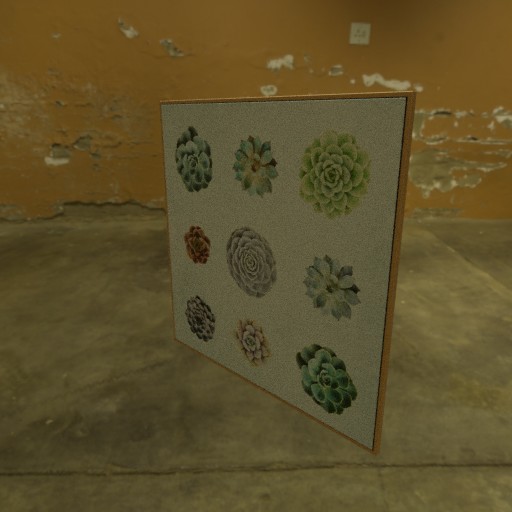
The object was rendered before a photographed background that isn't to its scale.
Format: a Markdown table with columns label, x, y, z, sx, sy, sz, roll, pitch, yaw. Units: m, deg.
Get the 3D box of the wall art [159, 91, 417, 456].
| label | x | y | z | sx | sy | sz | roll | pitch | yaw |
| --- | --- | --- | --- | --- | --- | --- | --- | --- | --- |
| wall art | 0.000 | 0.000 | 0.973 | 0.657 | 0.655 | 0.014 | 17 | 24 | 42 |
